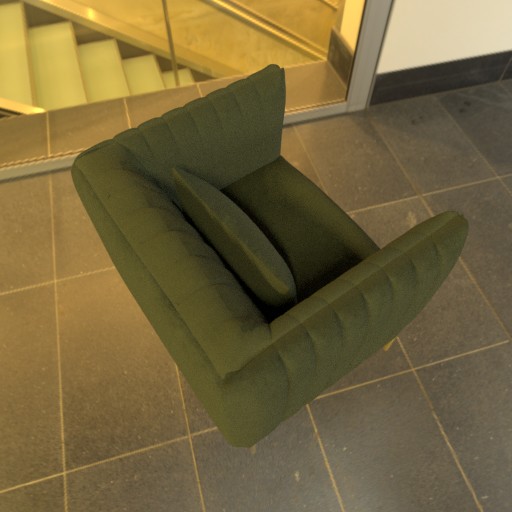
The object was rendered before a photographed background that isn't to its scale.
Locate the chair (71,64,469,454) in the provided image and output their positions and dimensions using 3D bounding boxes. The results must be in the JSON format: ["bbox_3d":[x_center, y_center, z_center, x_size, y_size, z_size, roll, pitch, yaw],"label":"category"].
[{"bbox_3d":[0.000,0.000,1.643,0.877,0.794,1.032,-31,62,-18],"label":"chair"}]
